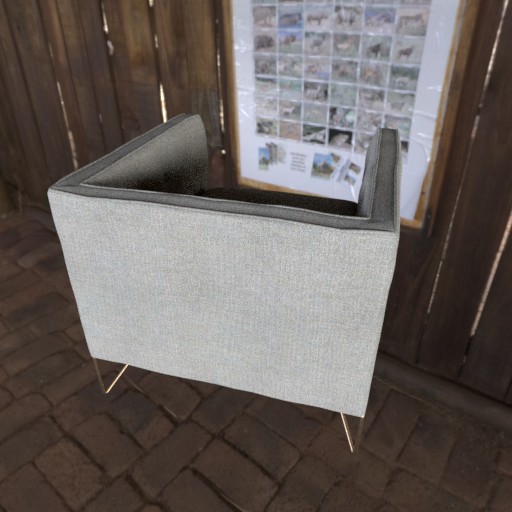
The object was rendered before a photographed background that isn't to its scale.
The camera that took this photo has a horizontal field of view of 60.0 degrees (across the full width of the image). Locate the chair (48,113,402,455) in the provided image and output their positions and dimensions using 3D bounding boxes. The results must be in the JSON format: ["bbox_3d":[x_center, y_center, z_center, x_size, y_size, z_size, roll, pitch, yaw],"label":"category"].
[{"bbox_3d":[0.000,0.000,1.619,0.920,0.799,0.912,8,33,13],"label":"chair"}]
